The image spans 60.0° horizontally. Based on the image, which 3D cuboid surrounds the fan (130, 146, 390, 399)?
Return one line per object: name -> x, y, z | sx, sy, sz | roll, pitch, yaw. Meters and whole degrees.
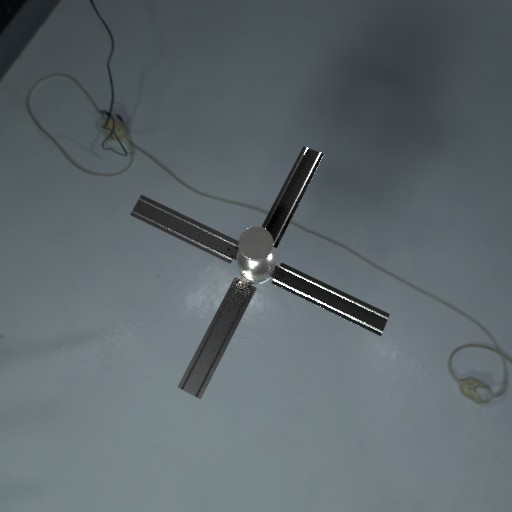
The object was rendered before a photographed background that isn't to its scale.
fan -> 0.000, 0.000, 2.017 | 1.346, 0.406, 1.346 | 24, 76, 6
